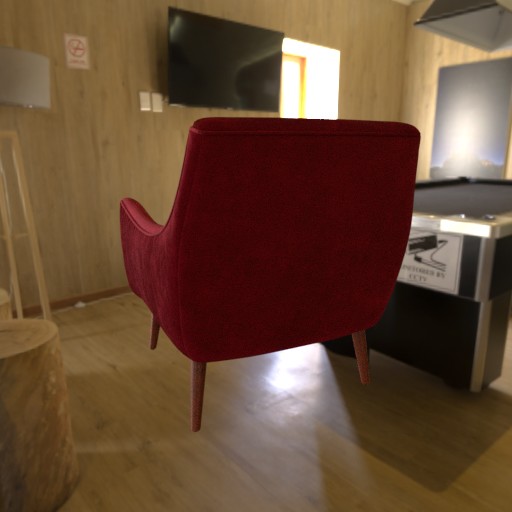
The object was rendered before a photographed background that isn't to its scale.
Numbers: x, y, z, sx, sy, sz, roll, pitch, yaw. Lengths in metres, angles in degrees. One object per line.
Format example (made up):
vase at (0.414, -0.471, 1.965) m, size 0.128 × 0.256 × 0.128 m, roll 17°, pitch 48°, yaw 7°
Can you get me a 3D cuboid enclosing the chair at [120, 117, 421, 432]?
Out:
chair at (0.000, 0.000, 1.462) m, size 0.762 × 0.838 × 0.787 m, roll -6°, pitch 16°, yaw -24°
